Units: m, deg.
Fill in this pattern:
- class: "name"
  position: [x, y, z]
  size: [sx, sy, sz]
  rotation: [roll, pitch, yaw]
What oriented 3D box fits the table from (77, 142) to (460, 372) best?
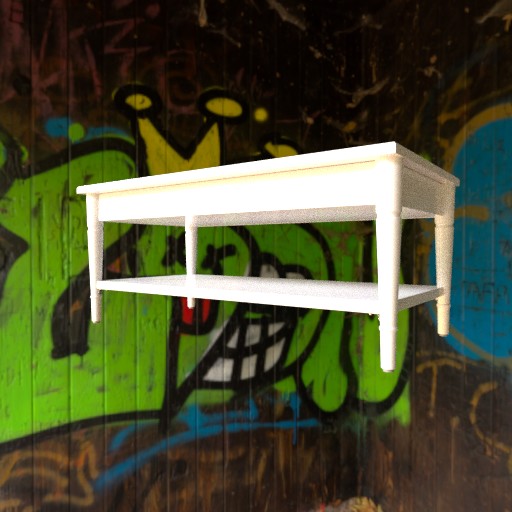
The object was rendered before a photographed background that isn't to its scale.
- class: "table"
  position: [0.000, 0.000, 1.389]
  size: [1.067, 0.457, 0.559]
  rotation: [1, 1, 36]
